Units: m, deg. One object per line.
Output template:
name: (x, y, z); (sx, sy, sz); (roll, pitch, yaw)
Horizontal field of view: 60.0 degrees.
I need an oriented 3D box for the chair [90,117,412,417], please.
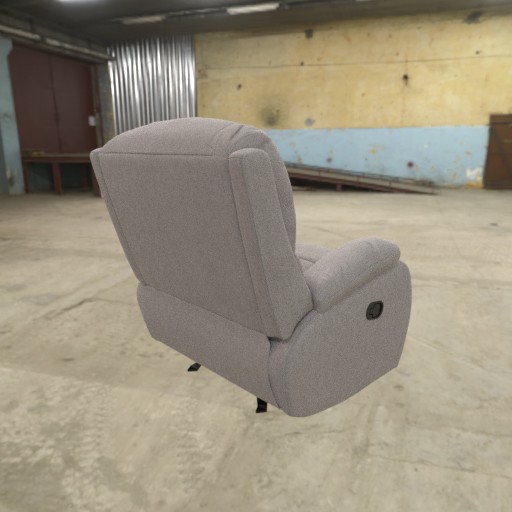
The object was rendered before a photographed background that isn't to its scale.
chair: (0.000, 0.000, 1.738); (0.899, 1.011, 0.930); (-13, 19, -42)
